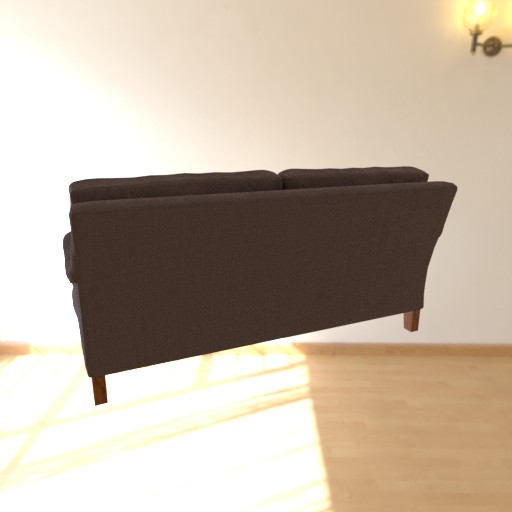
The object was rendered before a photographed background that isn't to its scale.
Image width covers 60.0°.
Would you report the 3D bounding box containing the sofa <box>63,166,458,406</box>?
[{"bbox_3d":[0.000,0.000,2.732,2.165,1.087,1.086,-7,17,-24],"label":"sofa"}]
